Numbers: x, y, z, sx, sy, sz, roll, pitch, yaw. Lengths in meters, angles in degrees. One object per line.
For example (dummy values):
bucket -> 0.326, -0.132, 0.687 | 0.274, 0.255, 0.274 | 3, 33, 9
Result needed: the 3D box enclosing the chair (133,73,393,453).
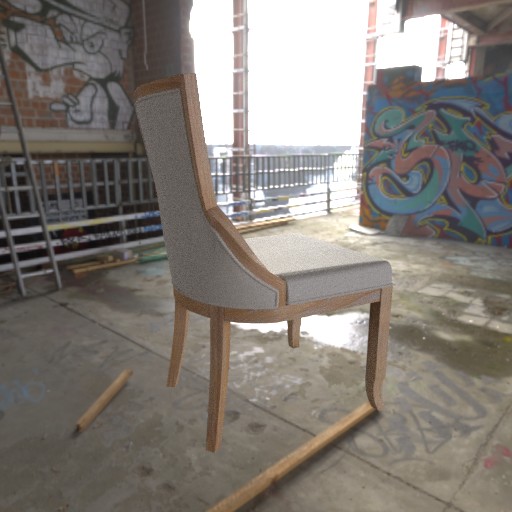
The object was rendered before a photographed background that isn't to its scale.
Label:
chair -> 0.000, 0.000, 1.349 | 0.641, 0.947, 0.524 | -7, 16, -27
